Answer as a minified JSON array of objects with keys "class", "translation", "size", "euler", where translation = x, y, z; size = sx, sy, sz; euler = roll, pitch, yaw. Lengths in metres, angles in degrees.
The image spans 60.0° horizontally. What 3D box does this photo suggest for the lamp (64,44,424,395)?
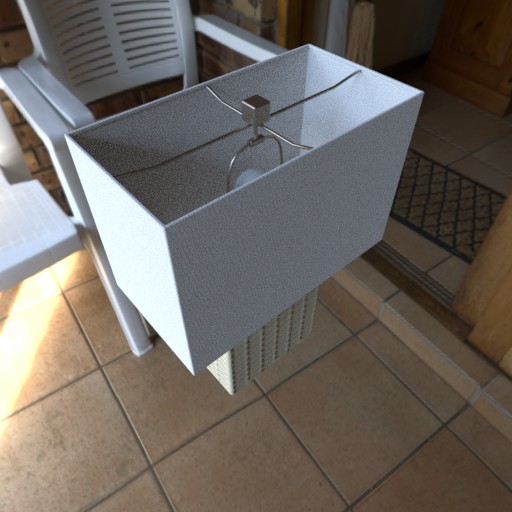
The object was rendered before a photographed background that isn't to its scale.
[{"class":"lamp","translation":[0.000,0.000,0.692],"size":[0.380,0.515,0.200],"euler":[-32,54,-27]}]
